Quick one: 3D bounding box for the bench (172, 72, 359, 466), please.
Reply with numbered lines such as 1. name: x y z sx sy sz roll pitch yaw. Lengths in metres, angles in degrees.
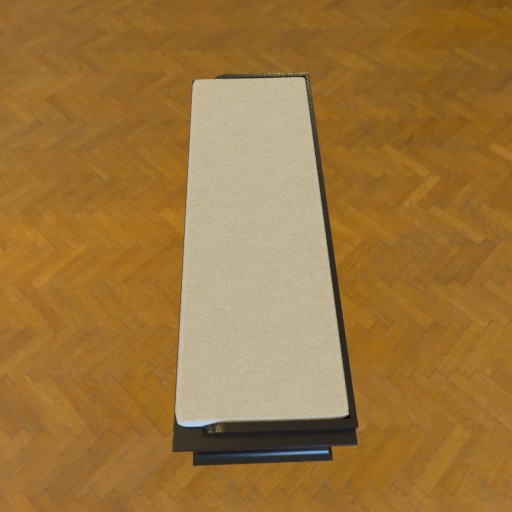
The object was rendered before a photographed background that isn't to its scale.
1. bench: 0.000 0.000 1.422 0.402 0.501 1.185 -2 60 -1
